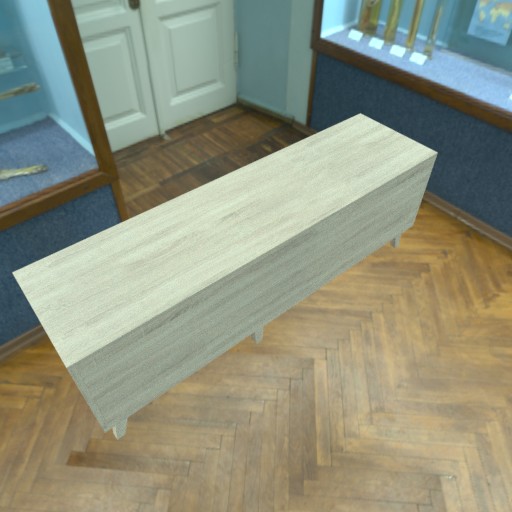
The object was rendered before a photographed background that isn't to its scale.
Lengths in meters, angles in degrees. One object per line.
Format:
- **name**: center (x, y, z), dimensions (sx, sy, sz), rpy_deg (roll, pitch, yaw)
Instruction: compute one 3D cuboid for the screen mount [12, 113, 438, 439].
- **screen mount**: center (0.000, 0.000, 1.692), dimensions (1.500, 0.510, 0.400), rpy_deg (-30, 53, -26)
